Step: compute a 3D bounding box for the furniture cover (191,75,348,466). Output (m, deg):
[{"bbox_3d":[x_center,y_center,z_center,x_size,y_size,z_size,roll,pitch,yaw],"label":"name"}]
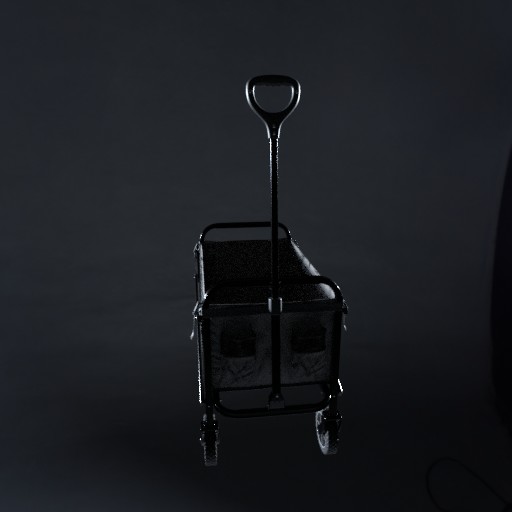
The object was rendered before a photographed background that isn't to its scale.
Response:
[{"bbox_3d":[0.000,0.000,1.795,0.532,1.295,1.038,-2,17,-7],"label":"furniture cover"}]
